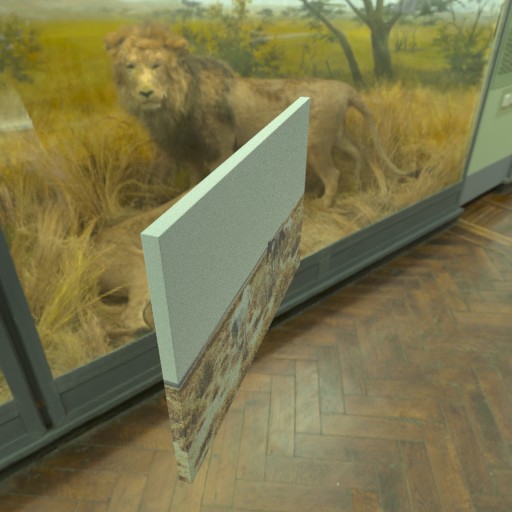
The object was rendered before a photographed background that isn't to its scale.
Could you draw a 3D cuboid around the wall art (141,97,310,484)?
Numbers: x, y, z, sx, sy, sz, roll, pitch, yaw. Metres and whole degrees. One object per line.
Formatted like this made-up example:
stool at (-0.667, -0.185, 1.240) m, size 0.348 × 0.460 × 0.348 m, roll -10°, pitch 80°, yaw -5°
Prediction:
wall art at (0.000, 0.000, 1.926) m, size 0.051 × 1.016 × 1.520 m, roll 11°, pitch 34°, yaw 16°
